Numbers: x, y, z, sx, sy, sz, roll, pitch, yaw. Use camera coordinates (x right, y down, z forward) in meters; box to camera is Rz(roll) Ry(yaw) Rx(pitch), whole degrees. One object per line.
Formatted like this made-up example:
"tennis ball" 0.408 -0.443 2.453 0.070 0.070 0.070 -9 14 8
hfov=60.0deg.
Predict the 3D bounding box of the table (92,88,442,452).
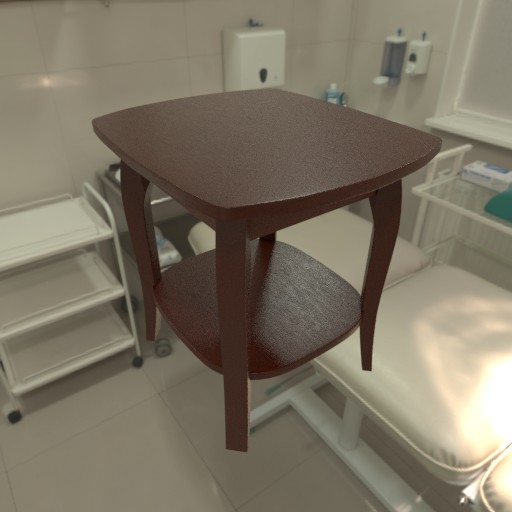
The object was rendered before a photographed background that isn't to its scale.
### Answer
"table" 0.000 0.000 0.855 0.433 0.496 0.502 -21 39 -29
